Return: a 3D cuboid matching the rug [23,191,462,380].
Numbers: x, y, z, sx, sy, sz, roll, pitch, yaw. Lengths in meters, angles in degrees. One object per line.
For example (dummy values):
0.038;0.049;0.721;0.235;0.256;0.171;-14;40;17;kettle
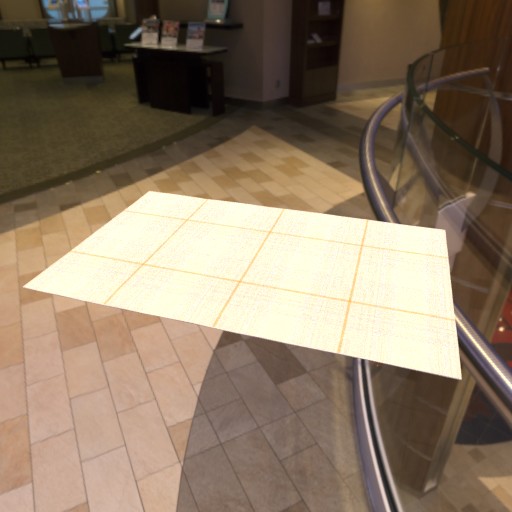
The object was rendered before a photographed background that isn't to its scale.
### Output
0.000;0.000;2.953;2.442;0.016;1.527;9;32;15;rug
